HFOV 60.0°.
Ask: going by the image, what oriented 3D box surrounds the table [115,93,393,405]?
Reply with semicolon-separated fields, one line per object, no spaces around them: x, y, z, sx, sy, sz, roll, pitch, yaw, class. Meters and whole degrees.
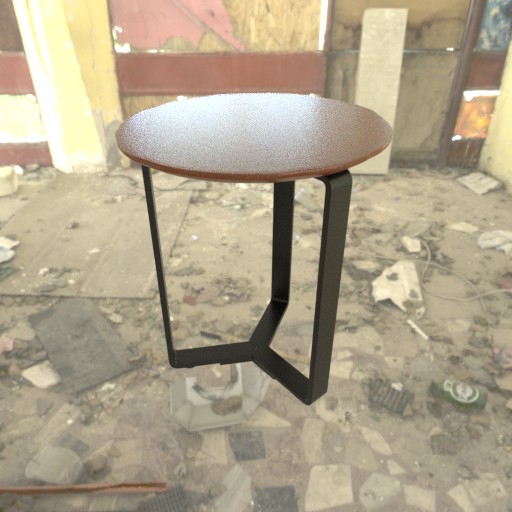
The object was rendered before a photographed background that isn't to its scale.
0.000;0.000;0.754;0.380;0.450;0.410;11;33;17;table
